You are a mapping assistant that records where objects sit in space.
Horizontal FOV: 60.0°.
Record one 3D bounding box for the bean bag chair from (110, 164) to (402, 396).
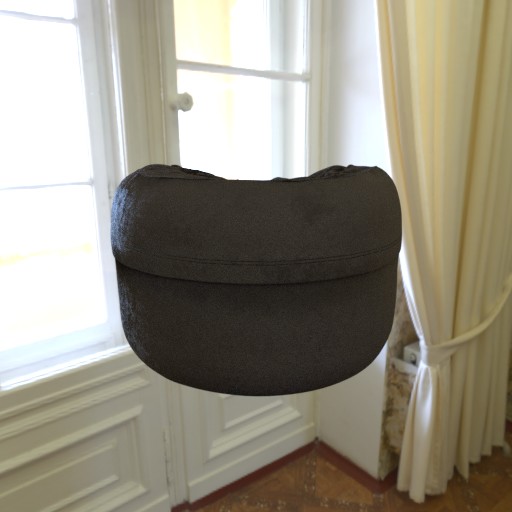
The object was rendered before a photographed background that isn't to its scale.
[{"bbox_3d":[0.000,0.000,1.482,0.918,0.605,0.918,0,15,0],"label":"bean bag chair"}]
